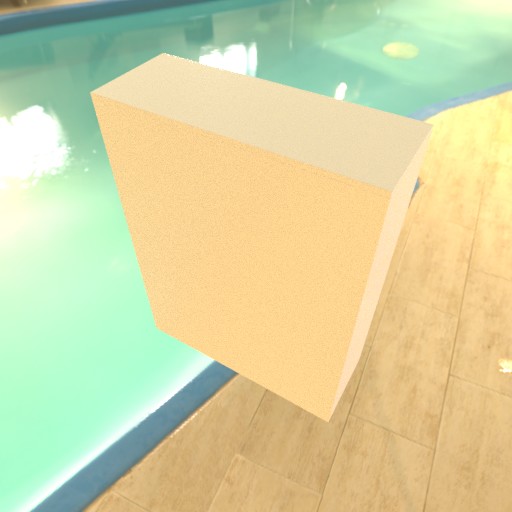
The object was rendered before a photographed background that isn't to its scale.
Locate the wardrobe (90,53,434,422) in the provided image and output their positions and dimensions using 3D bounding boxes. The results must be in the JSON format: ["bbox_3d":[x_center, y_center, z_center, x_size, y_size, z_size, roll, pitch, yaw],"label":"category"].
[{"bbox_3d":[0.000,0.000,1.657,0.900,1.200,0.360,23,50,21],"label":"wardrobe"}]
